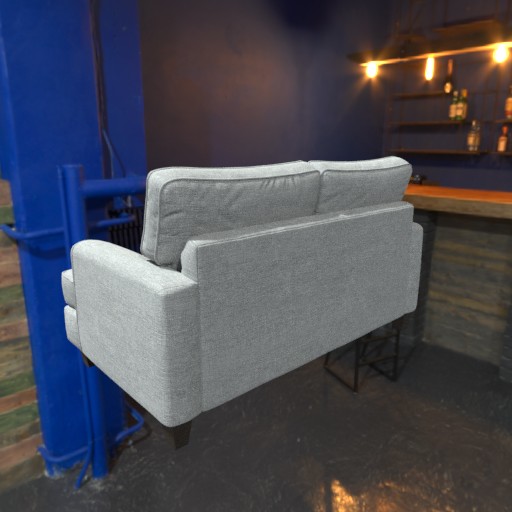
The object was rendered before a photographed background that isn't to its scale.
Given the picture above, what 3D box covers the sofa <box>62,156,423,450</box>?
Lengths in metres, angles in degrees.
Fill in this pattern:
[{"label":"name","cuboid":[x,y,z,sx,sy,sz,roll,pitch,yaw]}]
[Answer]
[{"label":"sofa","cuboid":[0.000,0.000,2.233,1.651,0.965,0.965,-13,19,-41]}]
